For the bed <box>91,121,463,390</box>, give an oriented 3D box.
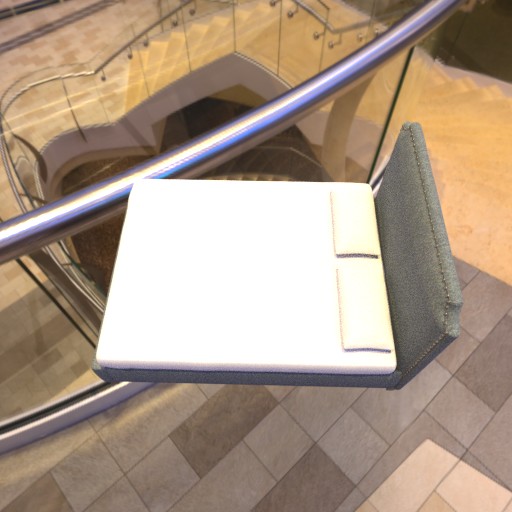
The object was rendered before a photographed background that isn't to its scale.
[{"bbox_3d":[0.000,0.000,3.414,2.372,1.443,1.712,1,59,1],"label":"bed"}]
